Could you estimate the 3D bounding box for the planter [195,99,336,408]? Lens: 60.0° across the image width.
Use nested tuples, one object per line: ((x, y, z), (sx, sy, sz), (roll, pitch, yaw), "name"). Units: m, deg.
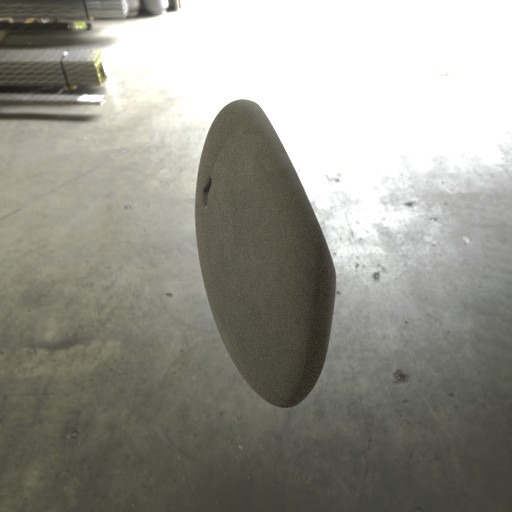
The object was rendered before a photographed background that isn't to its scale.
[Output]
((0.000, 0.000, 0.283), (0.071, 0.188, 0.185), (-10, 46, -10), "planter")
